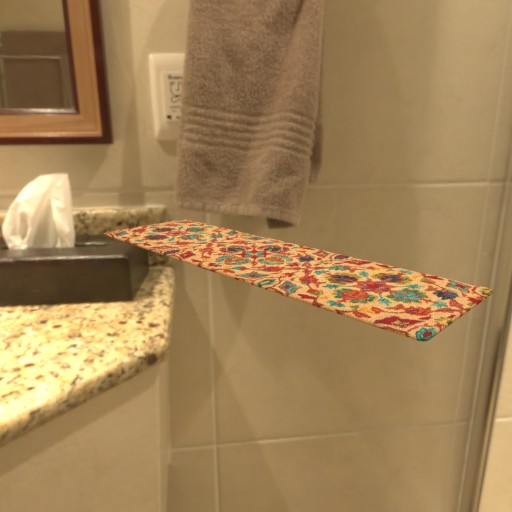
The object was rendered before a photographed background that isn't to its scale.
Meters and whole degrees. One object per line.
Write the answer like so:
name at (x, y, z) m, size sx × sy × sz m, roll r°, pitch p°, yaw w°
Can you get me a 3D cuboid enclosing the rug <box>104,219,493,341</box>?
rug at (0.000, 0.000, 2.477) m, size 2.273 × 0.016 × 0.693 m, roll 15°, pitch 22°, yaw 43°
